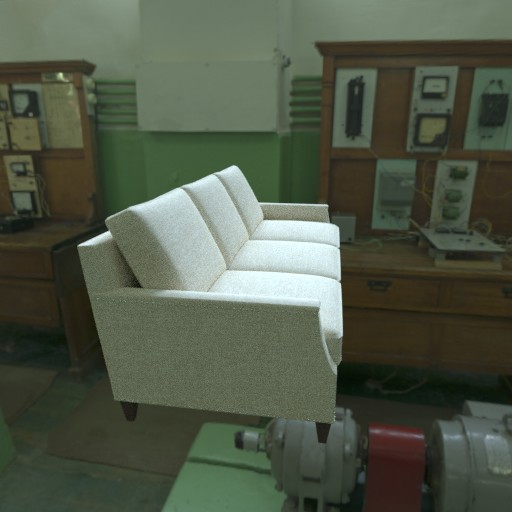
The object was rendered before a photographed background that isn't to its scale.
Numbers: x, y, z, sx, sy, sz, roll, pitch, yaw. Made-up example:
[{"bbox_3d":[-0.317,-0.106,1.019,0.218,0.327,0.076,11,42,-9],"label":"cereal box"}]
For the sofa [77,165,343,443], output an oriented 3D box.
[{"bbox_3d":[0.000,0.000,2.779,1.041,0.940,2.210,3,17,9],"label":"sofa"}]
